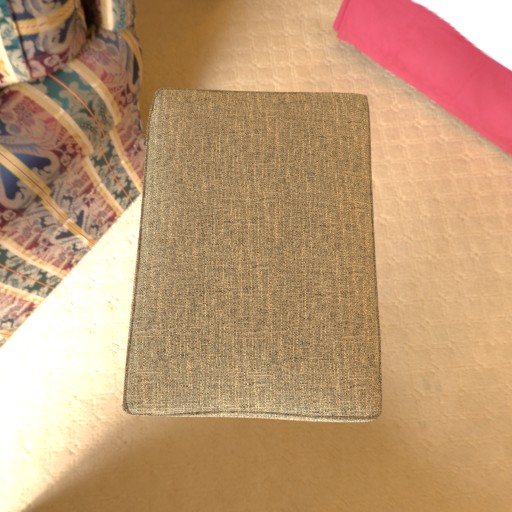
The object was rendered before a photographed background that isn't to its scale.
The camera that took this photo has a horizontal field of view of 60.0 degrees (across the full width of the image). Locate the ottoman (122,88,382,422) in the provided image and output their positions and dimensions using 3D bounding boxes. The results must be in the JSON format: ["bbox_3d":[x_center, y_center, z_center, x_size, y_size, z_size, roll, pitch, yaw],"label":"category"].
[{"bbox_3d":[0.000,0.000,1.010,0.508,0.406,0.686,1,75,0],"label":"ottoman"}]
